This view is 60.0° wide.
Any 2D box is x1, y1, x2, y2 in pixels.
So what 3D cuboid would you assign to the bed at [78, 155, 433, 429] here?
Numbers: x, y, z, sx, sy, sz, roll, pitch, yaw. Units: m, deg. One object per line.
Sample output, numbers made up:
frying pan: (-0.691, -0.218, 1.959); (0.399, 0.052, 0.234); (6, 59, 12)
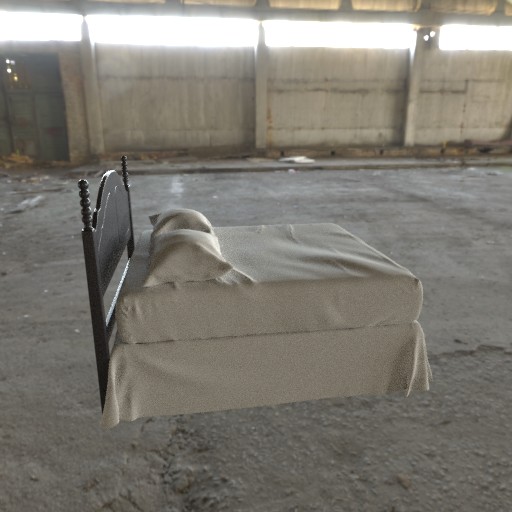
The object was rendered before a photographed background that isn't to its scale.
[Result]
bed: (0.000, 0.000, 3.266); (2.040, 1.356, 1.873); (-3, 17, -9)
